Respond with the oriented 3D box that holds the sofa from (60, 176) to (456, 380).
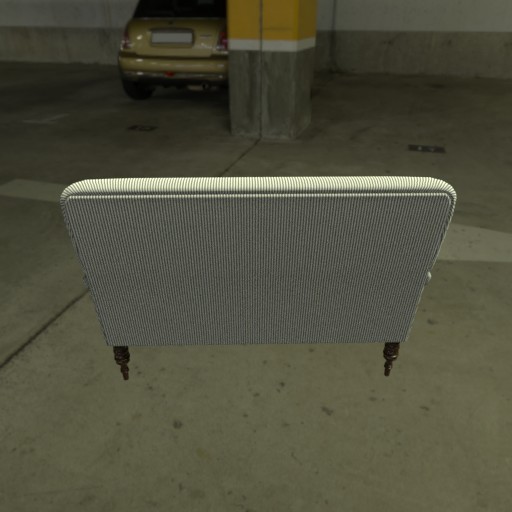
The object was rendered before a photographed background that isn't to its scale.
[{"bbox_3d":[0.000,0.000,1.834,1.297,0.889,0.779,-1,29,-1],"label":"sofa"}]
